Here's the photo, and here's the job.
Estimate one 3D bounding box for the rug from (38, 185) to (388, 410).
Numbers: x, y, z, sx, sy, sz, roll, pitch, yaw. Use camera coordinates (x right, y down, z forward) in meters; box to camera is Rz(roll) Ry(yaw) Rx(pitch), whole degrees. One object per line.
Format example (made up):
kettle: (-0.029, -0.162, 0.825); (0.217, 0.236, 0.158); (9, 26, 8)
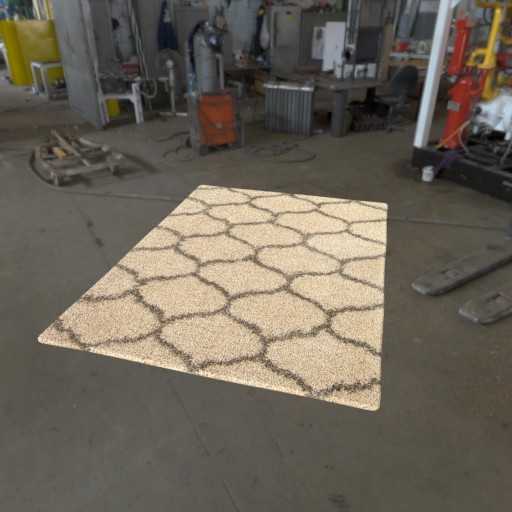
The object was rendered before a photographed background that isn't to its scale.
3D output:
rug: (0.000, 0.000, 2.123); (1.200, 0.025, 1.600); (8, 31, 13)
